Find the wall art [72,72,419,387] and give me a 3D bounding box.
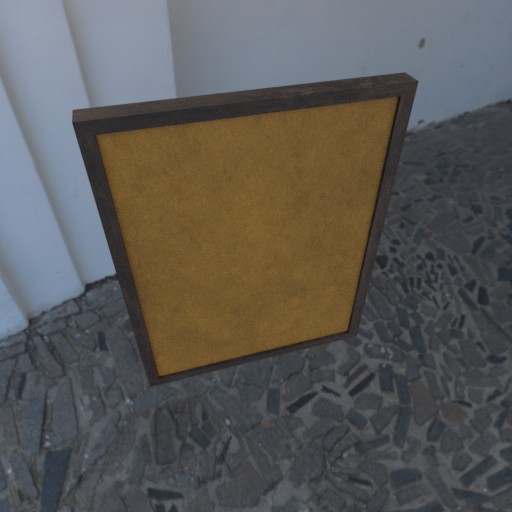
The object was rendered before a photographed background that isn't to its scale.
[{"bbox_3d":[0.000,0.000,0.551,0.329,0.406,0.027,-11,43,-12],"label":"wall art"}]
